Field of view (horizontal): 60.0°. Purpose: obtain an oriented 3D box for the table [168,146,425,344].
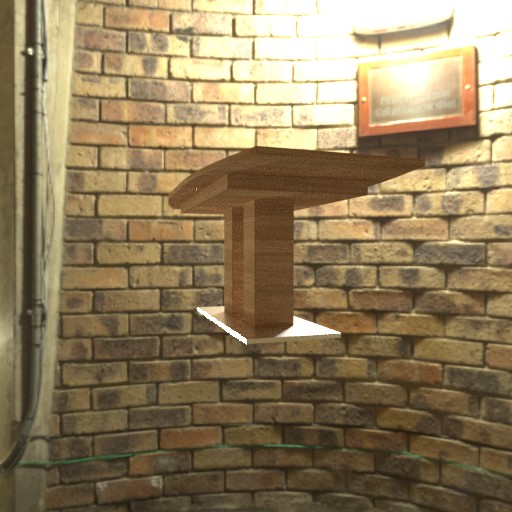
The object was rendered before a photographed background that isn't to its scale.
[{"bbox_3d":[0.000,0.000,2.527,0.900,0.750,2.032,0,1,-18],"label":"table"}]
